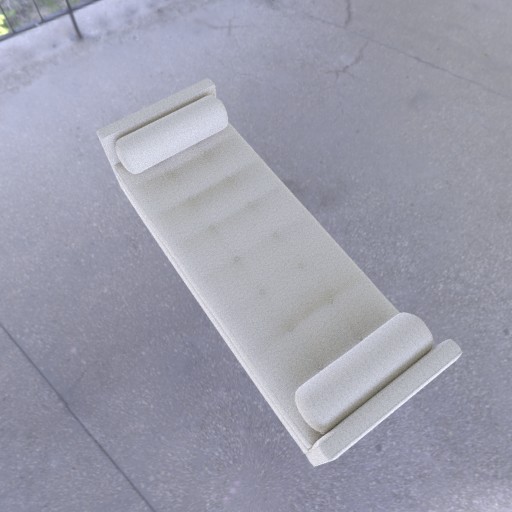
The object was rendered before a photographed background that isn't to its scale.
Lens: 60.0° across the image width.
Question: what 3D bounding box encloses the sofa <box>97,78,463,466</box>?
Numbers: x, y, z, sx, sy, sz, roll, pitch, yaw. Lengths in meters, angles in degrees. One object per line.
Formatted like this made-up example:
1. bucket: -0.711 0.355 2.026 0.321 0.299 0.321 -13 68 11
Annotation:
1. sofa: 0.000 0.000 2.368 0.746 0.641 1.985 -32 67 -15
